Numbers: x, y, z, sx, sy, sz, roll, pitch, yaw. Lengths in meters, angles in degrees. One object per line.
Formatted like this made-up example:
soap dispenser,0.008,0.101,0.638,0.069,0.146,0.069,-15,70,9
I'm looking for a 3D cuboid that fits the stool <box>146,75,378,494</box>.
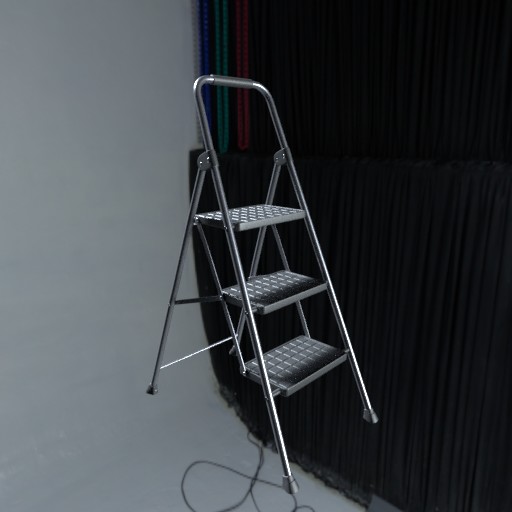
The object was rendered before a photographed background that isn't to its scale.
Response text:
stool,0.000,0.000,1.465,0.733,1.121,0.473,14,21,42
